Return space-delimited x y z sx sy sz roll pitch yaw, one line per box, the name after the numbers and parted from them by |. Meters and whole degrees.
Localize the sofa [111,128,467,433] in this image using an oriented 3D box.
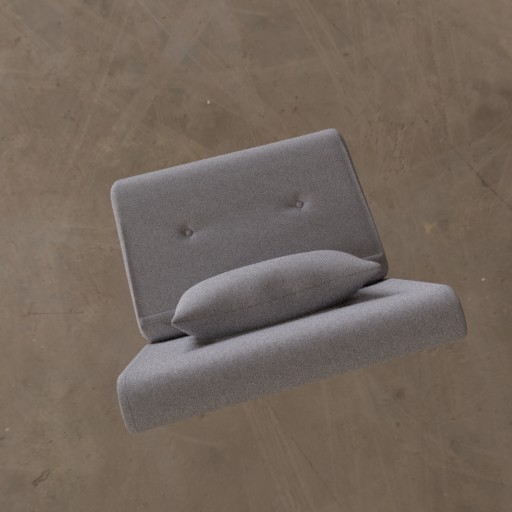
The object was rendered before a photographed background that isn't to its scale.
0.000 0.000 1.718 1.020 0.825 1.000 -15 74 -4 | sofa
